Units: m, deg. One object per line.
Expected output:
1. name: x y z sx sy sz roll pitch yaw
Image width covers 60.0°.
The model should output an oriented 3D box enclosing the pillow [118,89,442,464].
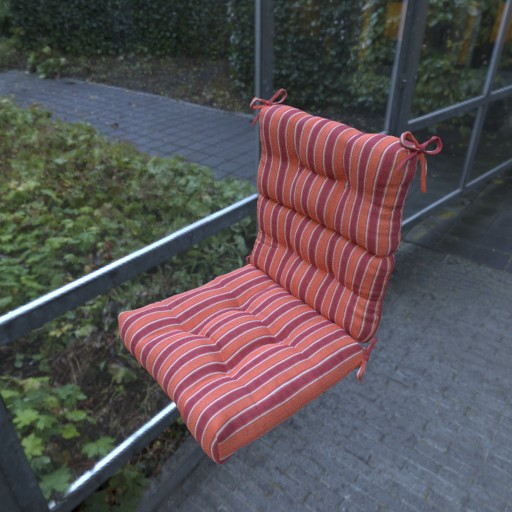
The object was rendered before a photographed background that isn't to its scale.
1. pillow: 0.000 0.000 1.028 0.571 0.605 0.519 -22 38 -31
